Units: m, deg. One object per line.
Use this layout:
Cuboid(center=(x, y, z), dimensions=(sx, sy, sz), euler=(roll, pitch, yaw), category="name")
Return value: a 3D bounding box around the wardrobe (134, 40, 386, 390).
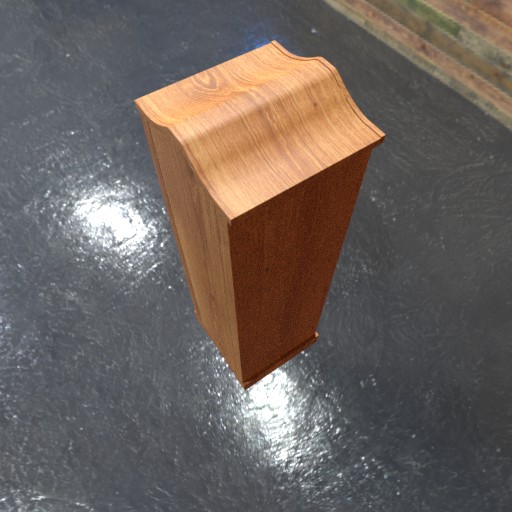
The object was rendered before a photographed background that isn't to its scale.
Cuboid(center=(0.000, 0.000, 2.142), dimensions=(0.570, 1.870, 0.590), euler=(-30, 63, -17), category="wardrobe")
